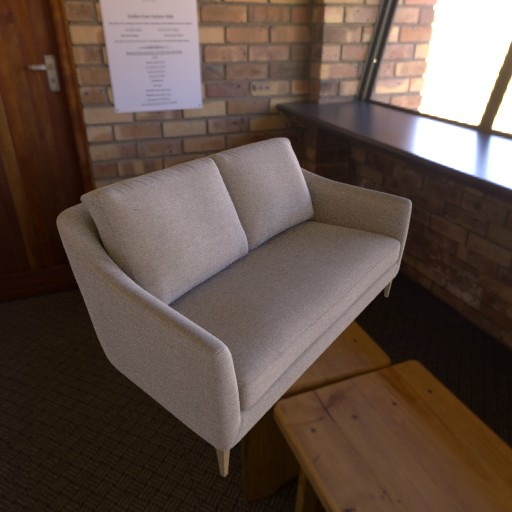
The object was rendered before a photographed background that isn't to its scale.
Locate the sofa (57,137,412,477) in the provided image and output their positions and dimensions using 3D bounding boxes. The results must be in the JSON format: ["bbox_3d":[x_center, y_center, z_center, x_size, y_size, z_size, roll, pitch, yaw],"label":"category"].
[{"bbox_3d":[0.000,0.000,2.153,0.960,0.904,1.619,19,33,32],"label":"sofa"}]
